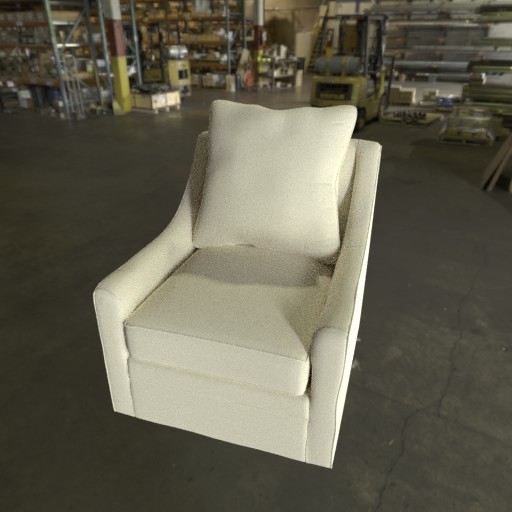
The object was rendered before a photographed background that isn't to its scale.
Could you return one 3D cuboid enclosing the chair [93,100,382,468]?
[{"bbox_3d":[0.000,0.000,1.580,0.756,0.965,0.876,8,27,16],"label":"chair"}]
